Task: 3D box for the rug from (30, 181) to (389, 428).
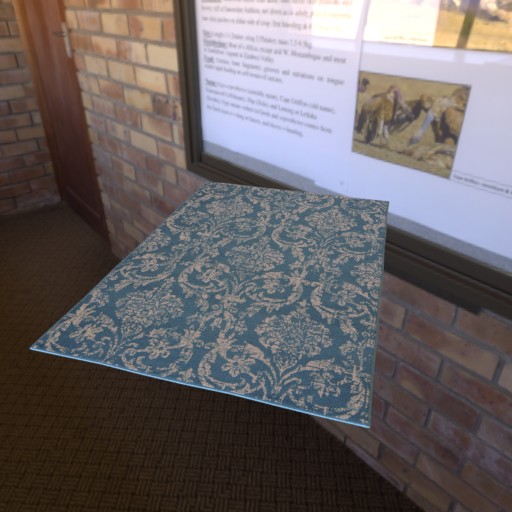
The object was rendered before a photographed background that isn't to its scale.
[{"bbox_3d":[0.000,0.000,2.783,1.554,0.012,2.205,9,32,14],"label":"rug"}]
